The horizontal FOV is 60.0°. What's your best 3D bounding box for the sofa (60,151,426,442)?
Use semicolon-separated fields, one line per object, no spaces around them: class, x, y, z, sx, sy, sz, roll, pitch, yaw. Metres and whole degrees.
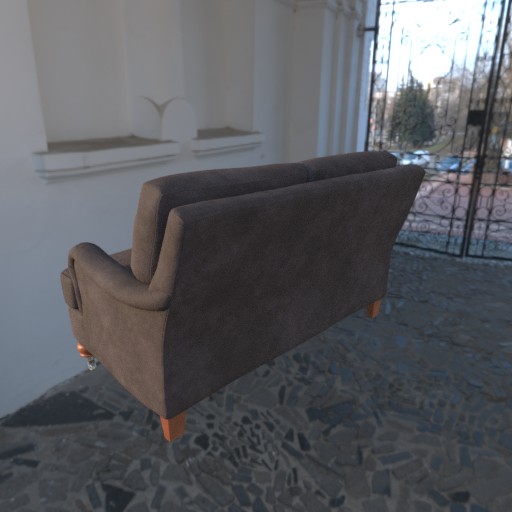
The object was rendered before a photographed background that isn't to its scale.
sofa;0.000;0.000;2.494;1.084;1.101;1.853;17;25;42
